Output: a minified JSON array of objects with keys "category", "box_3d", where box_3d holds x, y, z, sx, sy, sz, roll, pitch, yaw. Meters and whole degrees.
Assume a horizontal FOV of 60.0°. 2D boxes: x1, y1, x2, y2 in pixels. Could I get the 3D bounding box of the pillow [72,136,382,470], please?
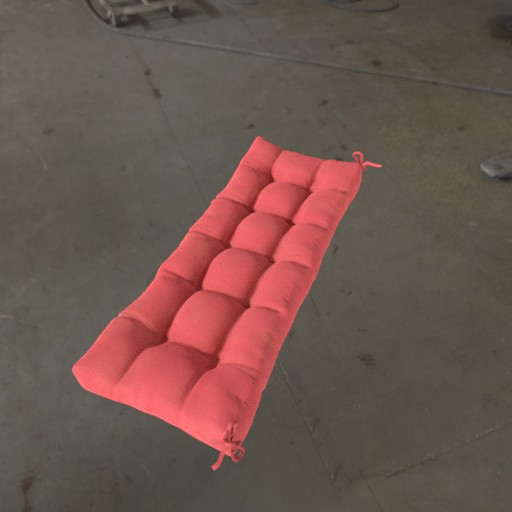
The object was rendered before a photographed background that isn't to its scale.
[{"category":"pillow","box_3d":[0.000,0.000,1.361,0.511,0.174,1.194,18,50,16]}]
